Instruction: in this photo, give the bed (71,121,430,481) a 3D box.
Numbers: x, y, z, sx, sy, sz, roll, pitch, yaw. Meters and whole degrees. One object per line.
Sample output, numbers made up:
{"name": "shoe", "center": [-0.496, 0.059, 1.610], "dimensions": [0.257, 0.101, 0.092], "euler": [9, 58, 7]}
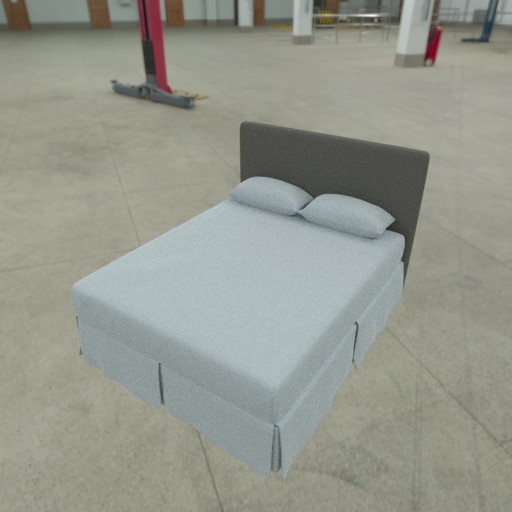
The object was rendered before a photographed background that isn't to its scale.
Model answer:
{"name": "bed", "center": [0.000, 0.000, 3.238], "dimensions": [1.748, 1.330, 2.142], "euler": [19, 35, 29]}
